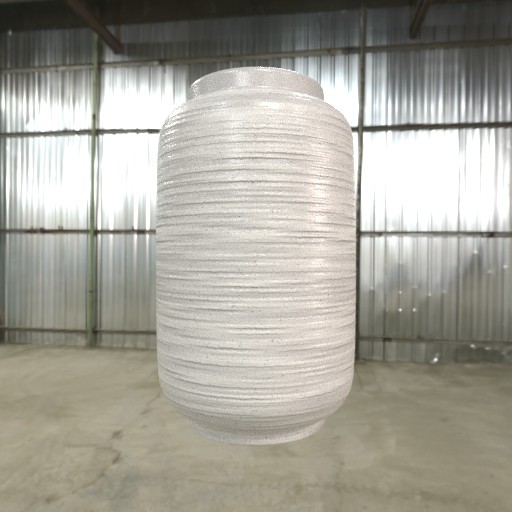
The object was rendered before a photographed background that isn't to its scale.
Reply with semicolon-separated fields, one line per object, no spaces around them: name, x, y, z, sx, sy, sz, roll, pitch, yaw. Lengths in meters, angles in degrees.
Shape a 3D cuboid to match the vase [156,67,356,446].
vase;0.000;0.000;0.459;0.202;0.335;0.202;0;1;0
